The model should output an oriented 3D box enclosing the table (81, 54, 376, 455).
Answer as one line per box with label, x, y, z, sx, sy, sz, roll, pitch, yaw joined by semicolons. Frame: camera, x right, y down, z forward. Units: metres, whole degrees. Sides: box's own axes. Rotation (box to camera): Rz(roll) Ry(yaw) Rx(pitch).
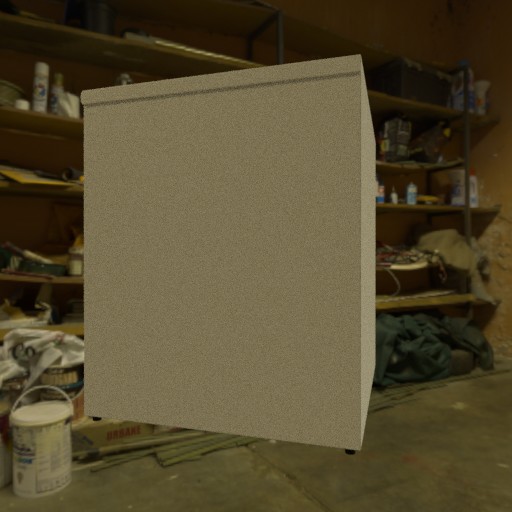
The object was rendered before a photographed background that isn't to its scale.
table;0.000;0.000;0.761;0.380;0.460;0.420;0;0;17
